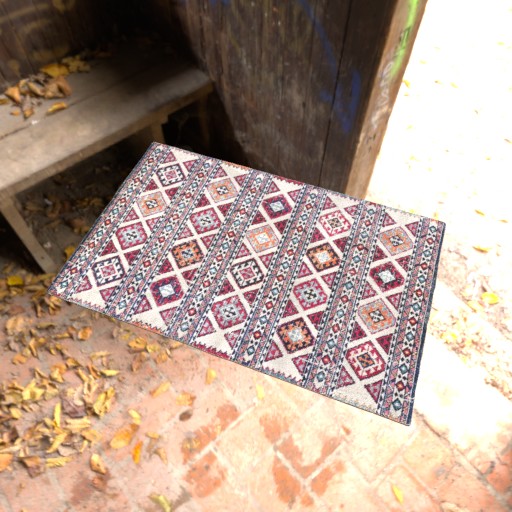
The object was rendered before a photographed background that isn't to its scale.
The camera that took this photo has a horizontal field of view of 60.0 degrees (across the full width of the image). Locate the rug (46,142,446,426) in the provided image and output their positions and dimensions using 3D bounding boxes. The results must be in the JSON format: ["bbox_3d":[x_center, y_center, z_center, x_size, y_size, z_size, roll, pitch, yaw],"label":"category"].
[{"bbox_3d":[0.000,0.000,3.117,2.440,0.010,1.545,17,59,11],"label":"rug"}]
